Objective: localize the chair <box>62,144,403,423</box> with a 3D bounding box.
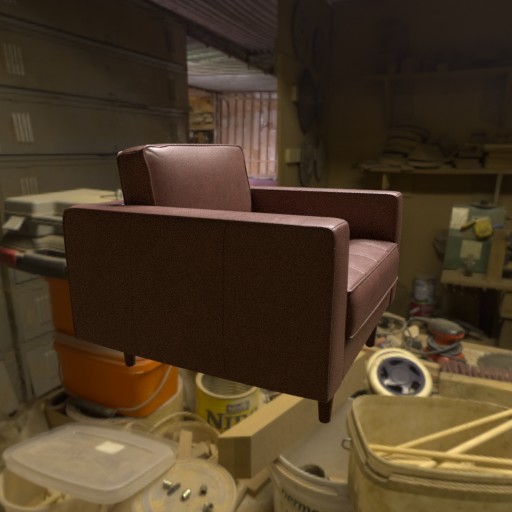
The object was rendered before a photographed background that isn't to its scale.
[{"bbox_3d":[0.000,0.000,1.567,0.900,0.770,0.920,7,16,26],"label":"chair"}]
